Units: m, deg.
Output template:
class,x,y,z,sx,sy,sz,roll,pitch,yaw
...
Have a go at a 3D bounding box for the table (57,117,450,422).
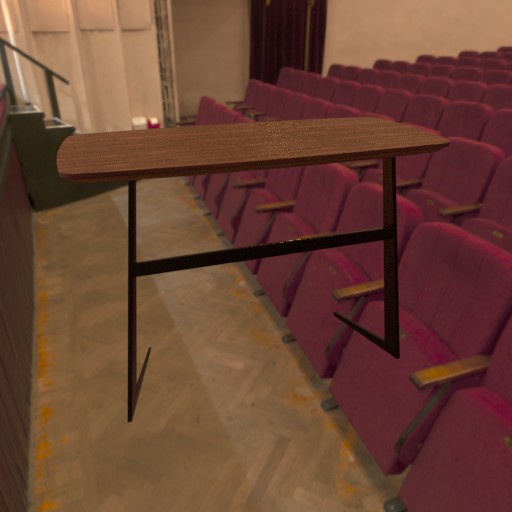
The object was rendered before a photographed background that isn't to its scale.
class,x,y,z,sx,sy,sz,roll,pitch,yaw
table,0.000,0.000,1.096,0.804,0.576,0.361,-8,28,-16
